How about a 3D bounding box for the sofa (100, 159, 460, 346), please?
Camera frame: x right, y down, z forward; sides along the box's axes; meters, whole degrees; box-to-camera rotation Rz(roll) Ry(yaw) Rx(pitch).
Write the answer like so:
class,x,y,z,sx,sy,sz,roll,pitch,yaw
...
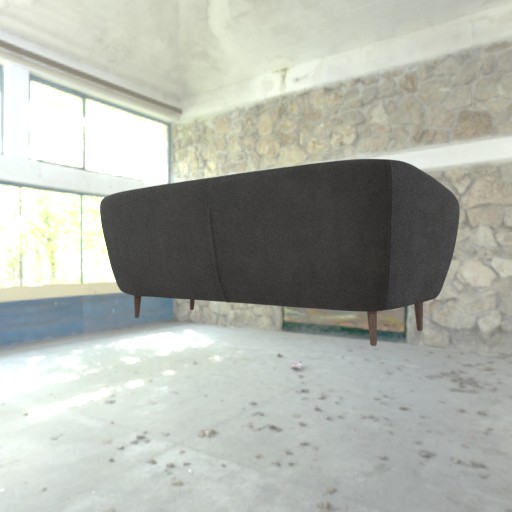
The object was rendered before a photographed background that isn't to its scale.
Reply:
class,x,y,z,sx,sy,sz,roll,pitch,yaw
sofa,0.000,0.000,2.828,2.296,0.875,0.956,0,-1,36
